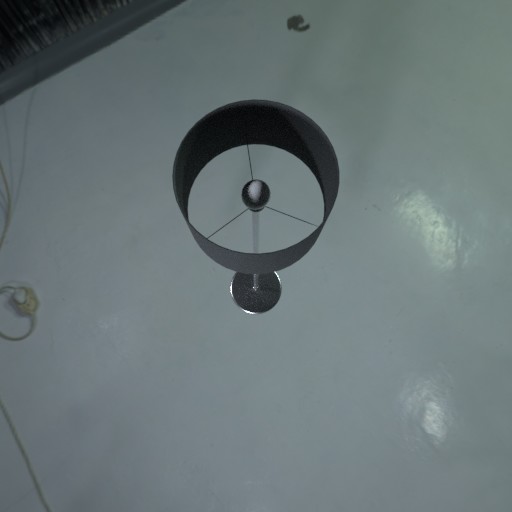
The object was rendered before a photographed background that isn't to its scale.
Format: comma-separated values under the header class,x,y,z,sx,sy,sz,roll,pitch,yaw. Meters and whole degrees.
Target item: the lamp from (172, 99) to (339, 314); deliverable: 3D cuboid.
class,x,y,z,sx,sy,sz,roll,pitch,yaw
lamp,0.000,0.000,1.623,0.348,1.443,0.348,-37,79,-8
